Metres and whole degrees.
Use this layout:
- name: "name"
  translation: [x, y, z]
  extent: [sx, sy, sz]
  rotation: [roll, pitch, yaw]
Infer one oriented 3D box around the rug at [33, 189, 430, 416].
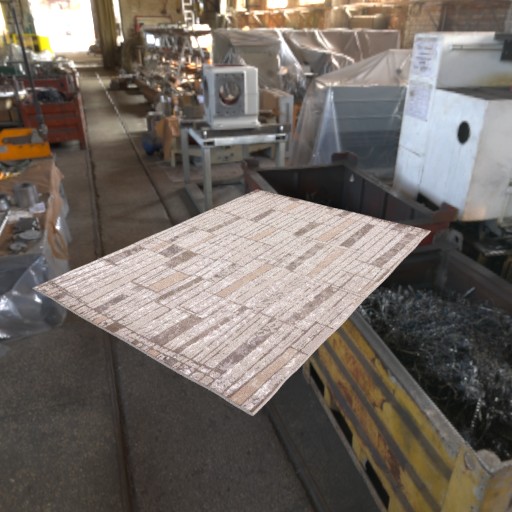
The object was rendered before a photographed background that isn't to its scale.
- name: "rug"
  translation: [0.000, 0.000, 4.465]
  extent: [2.449, 0.019, 3.357]
  rotation: [19, 33, 32]
